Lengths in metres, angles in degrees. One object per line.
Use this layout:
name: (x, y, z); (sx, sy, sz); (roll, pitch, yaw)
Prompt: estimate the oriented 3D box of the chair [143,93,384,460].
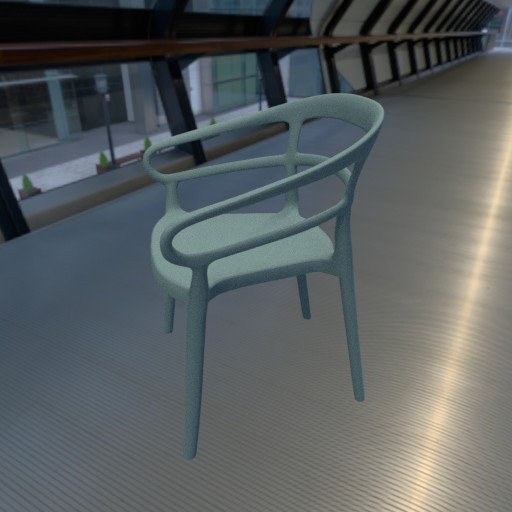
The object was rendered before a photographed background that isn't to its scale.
chair: (0.000, 0.000, 1.144); (0.527, 0.761, 0.559); (-8, 29, -14)
